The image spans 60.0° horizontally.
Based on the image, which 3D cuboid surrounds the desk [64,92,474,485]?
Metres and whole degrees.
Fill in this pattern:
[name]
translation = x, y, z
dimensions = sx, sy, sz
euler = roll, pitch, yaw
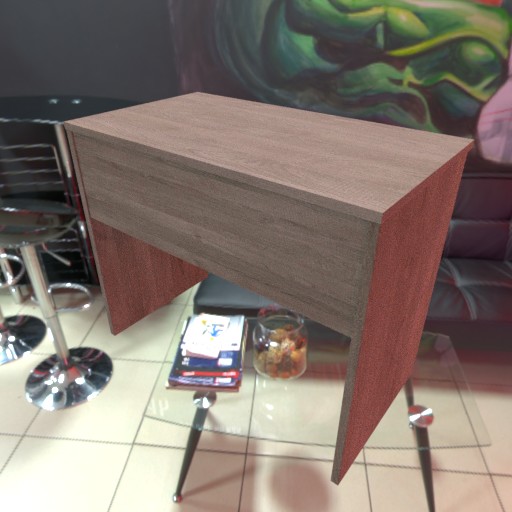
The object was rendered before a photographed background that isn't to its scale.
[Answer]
[desk]
translation = 0.000, 0.000, 1.279
dimensions = 0.893, 0.724, 0.498
euler = 22, 38, 32
